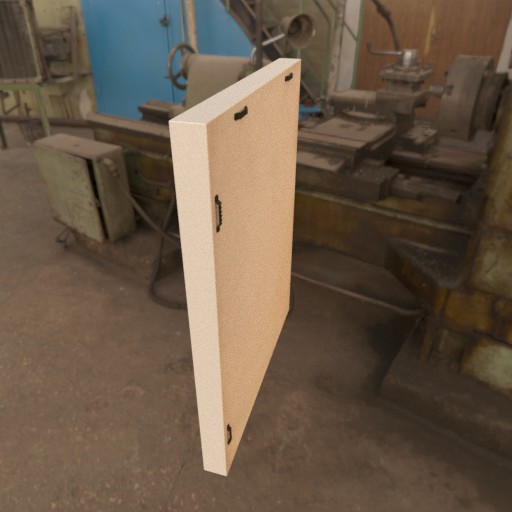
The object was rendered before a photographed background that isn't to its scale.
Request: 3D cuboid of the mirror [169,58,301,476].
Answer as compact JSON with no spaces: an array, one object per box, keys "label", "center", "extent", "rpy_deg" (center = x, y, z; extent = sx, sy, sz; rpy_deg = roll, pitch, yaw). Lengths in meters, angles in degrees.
[{"label":"mirror","center":[0.000,0.000,0.682],"extent":[0.041,0.509,0.406],"rpy_deg":[9,33,14]}]
